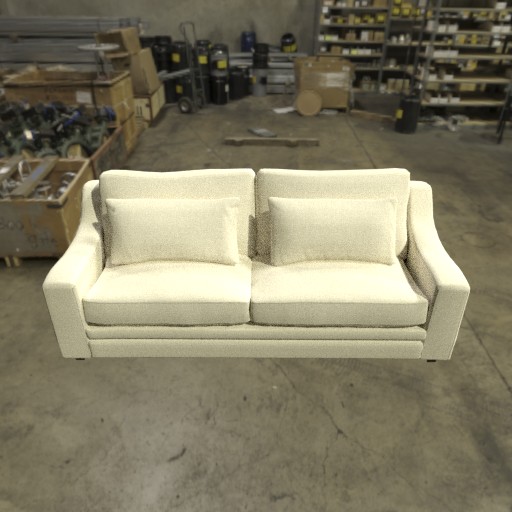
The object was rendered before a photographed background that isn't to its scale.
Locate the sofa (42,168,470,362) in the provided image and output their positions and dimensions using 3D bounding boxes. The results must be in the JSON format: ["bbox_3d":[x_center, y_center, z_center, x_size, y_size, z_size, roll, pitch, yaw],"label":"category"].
[{"bbox_3d":[0.000,0.000,2.966,2.470,1.022,1.009,0,31,0],"label":"sofa"}]
